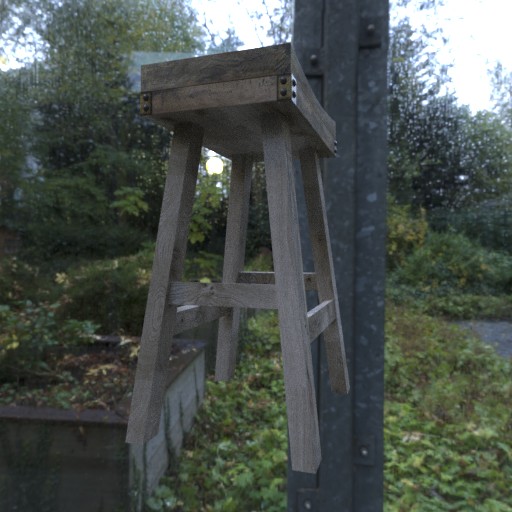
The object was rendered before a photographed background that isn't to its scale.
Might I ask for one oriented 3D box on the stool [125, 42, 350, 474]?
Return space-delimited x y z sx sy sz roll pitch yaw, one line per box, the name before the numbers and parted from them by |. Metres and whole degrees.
stool | 0.000 0.000 0.903 0.330 0.635 0.450 0 1 19
